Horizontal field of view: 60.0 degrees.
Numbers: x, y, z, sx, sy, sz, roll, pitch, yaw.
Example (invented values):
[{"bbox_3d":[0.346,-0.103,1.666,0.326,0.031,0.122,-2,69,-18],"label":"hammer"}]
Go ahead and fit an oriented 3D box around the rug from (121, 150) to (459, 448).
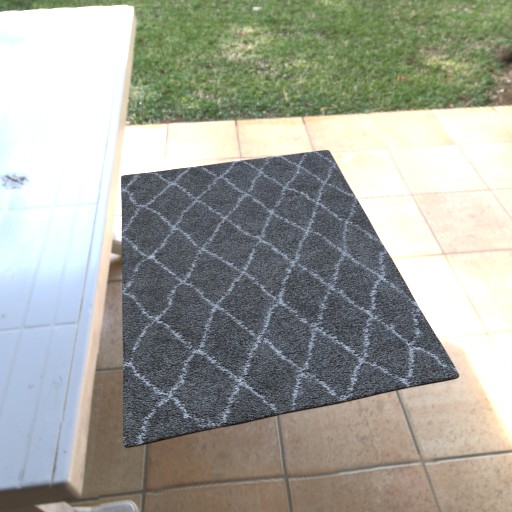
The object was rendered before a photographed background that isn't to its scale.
[{"bbox_3d":[0.000,0.000,4.114,2.438,0.029,3.047,-9,47,-8],"label":"rug"}]
